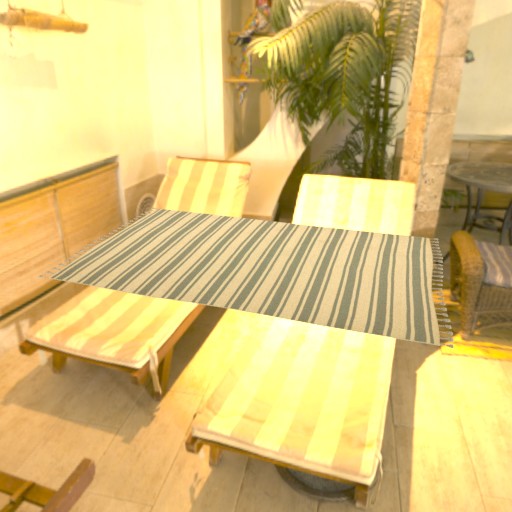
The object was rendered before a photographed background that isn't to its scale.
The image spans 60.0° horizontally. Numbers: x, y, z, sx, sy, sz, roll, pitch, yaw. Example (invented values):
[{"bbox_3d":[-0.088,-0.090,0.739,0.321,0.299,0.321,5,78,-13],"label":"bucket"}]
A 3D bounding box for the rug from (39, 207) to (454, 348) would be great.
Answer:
[{"bbox_3d":[0.000,0.000,2.598,2.084,0.009,1.222,8,26,16],"label":"rug"}]
